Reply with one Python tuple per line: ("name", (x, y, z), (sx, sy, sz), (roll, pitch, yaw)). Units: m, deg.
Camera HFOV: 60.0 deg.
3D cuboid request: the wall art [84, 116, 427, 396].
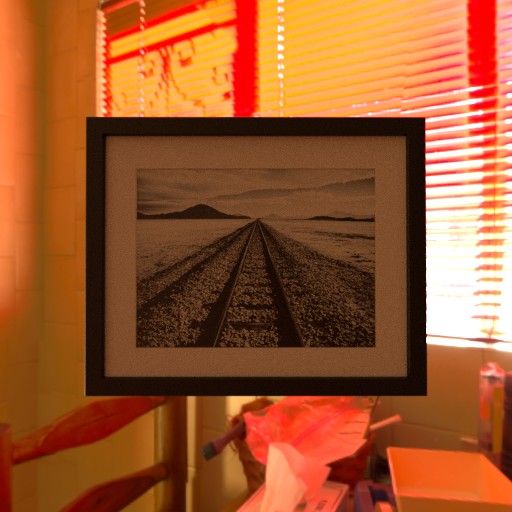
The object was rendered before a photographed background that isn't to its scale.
("wall art", (0.000, 0.000, 0.740), (0.559, 0.458, 0.029), (0, -1, 0))
